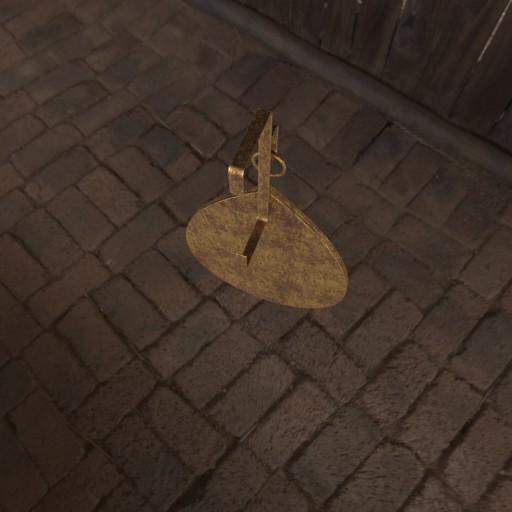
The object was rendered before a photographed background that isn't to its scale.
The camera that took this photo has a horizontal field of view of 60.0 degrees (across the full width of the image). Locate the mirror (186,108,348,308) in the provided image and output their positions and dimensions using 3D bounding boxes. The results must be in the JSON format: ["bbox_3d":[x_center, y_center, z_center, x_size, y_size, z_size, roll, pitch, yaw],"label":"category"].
[{"bbox_3d":[0.000,0.000,0.901,0.405,0.744,0.144,19,65,9],"label":"mirror"}]
